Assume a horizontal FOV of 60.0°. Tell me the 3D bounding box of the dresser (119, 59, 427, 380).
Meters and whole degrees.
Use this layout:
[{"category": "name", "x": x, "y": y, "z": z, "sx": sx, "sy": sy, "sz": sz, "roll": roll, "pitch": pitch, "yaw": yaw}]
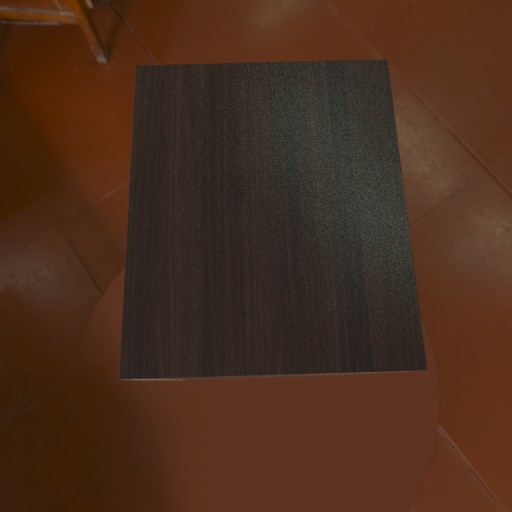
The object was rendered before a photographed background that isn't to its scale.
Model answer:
[{"category": "dresser", "x": 0.000, "y": 0.000, "z": 0.758, "sx": 0.360, "sy": 0.470, "sz": 0.400, "roll": -2, "pitch": 74, "yaw": 0}]
